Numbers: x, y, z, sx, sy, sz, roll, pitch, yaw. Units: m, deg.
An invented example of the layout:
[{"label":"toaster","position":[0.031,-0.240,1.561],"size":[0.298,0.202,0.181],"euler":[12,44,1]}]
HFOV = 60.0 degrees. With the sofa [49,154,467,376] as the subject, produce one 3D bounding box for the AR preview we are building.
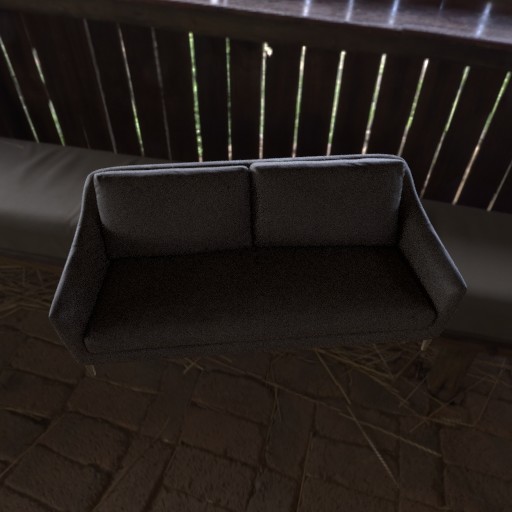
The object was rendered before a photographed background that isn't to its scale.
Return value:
[{"label":"sofa","position":[0.000,0.000,2.546],"size":[2.036,0.902,0.960],"euler":[-4,45,-4]}]
